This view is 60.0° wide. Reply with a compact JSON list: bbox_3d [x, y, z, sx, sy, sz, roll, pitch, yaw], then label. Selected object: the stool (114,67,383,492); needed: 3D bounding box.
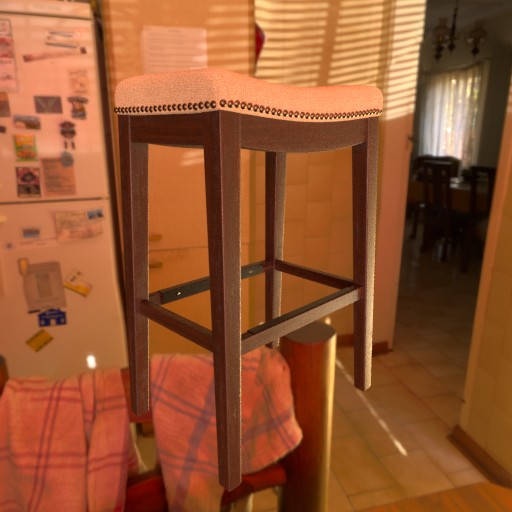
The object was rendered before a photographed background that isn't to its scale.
[{"bbox_3d":[0.000,0.000,1.036,0.363,0.768,0.509,15,22,43],"label":"stool"}]
